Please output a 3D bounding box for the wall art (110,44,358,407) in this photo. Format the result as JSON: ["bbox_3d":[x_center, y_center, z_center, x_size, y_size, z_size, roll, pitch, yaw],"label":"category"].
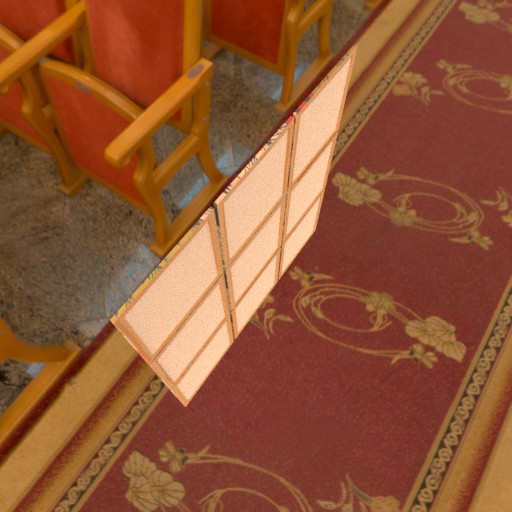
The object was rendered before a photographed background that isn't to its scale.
[{"bbox_3d":[0.000,0.000,1.823,0.013,1.218,1.206,31,67,15],"label":"wall art"}]
